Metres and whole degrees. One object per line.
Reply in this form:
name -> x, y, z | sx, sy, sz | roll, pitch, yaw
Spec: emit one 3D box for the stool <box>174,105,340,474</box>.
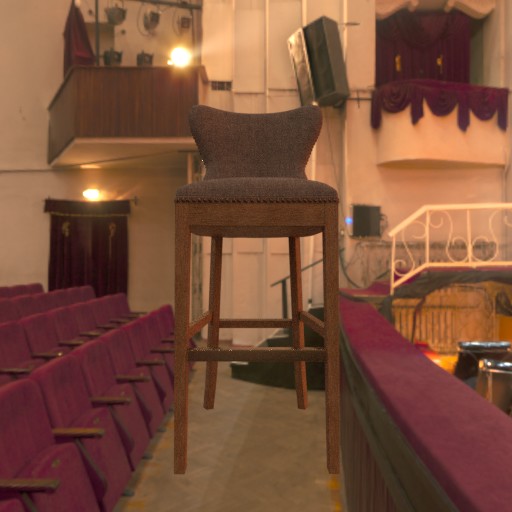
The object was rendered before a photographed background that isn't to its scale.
stool -> 0.000, 0.000, 1.436 | 0.494, 1.123, 0.606 | 0, -1, 0
